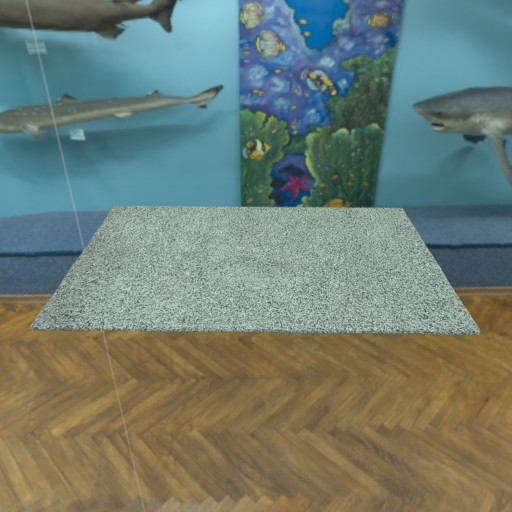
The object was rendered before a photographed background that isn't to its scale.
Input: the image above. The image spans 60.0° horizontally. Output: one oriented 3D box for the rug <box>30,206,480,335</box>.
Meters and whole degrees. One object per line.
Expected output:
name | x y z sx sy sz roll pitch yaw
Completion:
rug | 0.000 0.000 3.449 2.743 0.030 1.778 0 31 1
